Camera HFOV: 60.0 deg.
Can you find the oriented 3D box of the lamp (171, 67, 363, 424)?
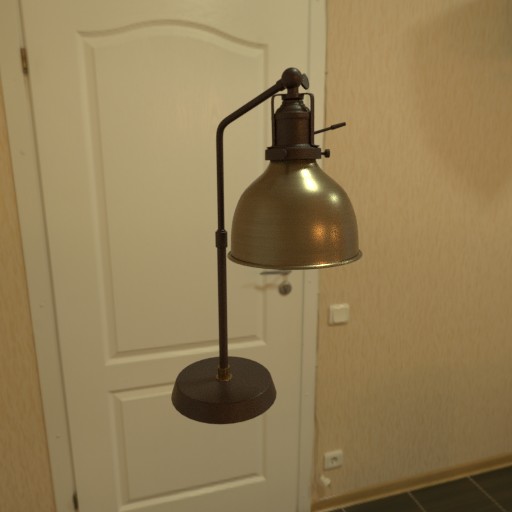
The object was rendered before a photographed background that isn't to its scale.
[{"bbox_3d":[0.000,0.000,0.606,0.298,0.469,0.175,13,19,43],"label":"lamp"}]
